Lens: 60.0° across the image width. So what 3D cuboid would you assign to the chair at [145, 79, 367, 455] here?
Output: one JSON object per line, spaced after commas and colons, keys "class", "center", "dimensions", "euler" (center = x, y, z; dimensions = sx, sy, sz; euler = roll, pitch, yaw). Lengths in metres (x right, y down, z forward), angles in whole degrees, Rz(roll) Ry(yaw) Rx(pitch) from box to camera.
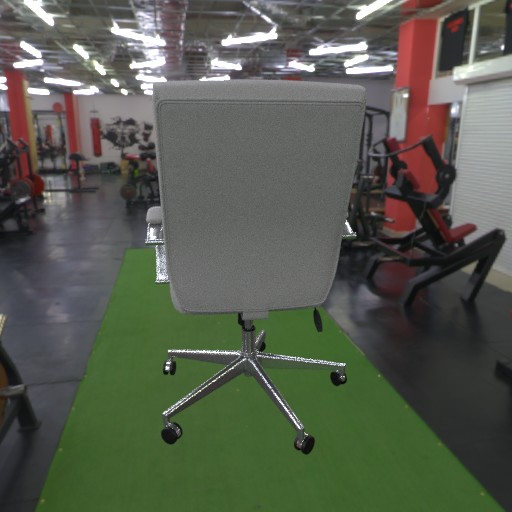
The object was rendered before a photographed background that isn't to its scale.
{"class": "chair", "center": [0.000, 0.000, 1.564], "dimensions": [0.727, 1.099, 0.745], "euler": [-2, 15, -8]}
